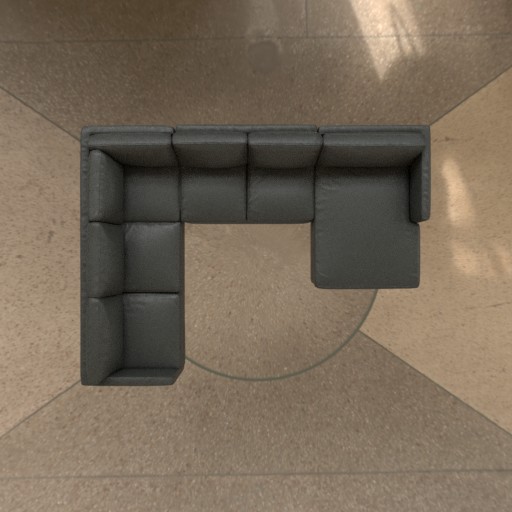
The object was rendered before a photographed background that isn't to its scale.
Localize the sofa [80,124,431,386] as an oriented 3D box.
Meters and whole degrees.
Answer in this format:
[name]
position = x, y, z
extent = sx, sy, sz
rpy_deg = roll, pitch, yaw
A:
[sofa]
position = 0.000, 0.000, 4.602
extent = 3.460, 0.923, 2.593
rpy_deg = 0, 90, 0
